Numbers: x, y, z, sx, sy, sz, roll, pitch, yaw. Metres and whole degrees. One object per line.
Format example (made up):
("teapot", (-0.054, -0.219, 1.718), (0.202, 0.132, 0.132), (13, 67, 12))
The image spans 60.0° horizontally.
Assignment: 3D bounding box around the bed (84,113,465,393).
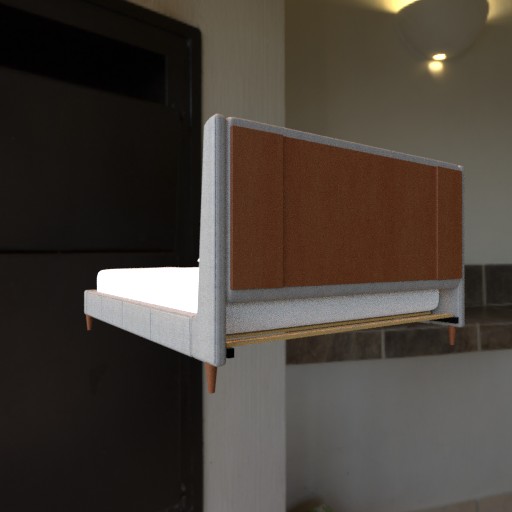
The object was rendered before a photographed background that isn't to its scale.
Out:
("bed", (0.000, 0.000, 3.526), (2.062, 1.289, 2.342), (0, 0, -35))
